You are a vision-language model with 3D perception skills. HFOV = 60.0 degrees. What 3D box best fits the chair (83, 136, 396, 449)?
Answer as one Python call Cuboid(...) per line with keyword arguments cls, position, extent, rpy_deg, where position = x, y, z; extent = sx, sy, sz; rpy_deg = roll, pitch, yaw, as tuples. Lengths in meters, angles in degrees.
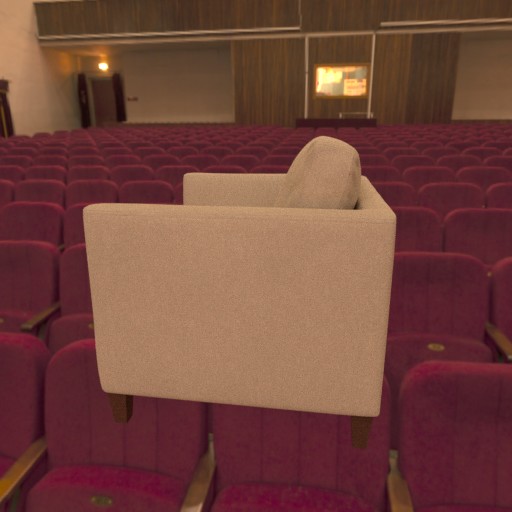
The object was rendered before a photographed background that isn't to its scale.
Cuboid(cls="chair", position=(0.000, 0.000, 1.834), extent=(0.959, 0.961, 1.107), rpy_deg=(2, 16, 8))
